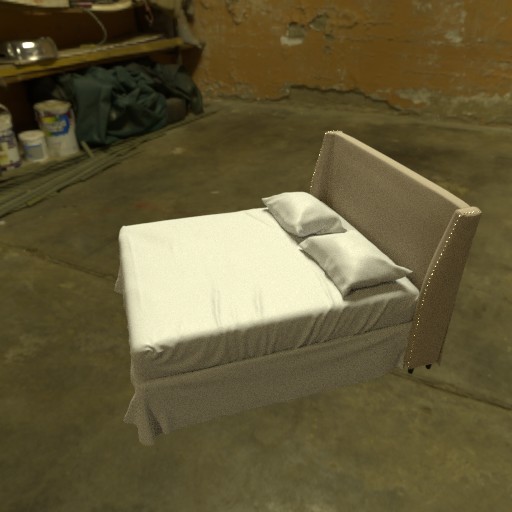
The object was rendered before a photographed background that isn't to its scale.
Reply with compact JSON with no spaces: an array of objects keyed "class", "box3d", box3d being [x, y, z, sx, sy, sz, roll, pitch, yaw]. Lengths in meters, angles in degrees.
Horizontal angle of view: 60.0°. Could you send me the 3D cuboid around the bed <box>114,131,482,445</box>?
[{"class":"bed","box3d":[0.000,0.000,3.463,2.276,1.332,1.925,-9,32,-15]}]
